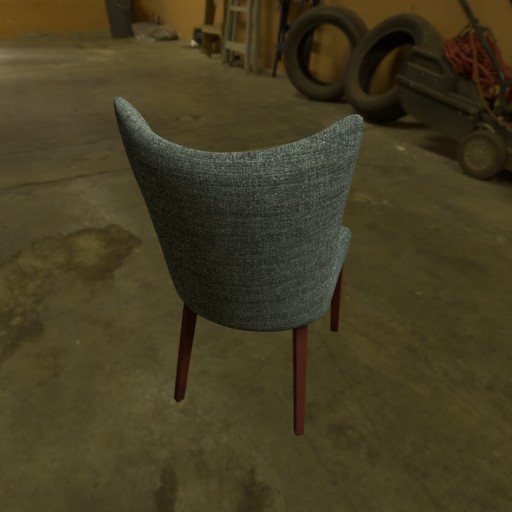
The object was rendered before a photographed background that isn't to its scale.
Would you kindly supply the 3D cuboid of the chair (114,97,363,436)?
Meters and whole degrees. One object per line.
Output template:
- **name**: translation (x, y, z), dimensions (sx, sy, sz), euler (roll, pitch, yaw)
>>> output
- **chair**: translation (0.000, 0.000, 1.273), dimensions (0.535, 0.924, 0.623), euler (10, 33, 15)
